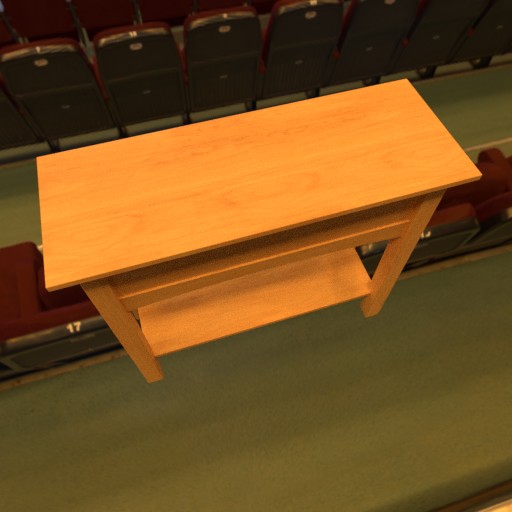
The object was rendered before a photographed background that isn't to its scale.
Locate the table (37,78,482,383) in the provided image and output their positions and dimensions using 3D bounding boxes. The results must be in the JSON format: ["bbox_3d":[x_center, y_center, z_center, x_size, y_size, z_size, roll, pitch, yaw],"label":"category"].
[{"bbox_3d":[0.000,0.000,1.261,0.900,0.728,0.340,-15,59,-9],"label":"table"}]
